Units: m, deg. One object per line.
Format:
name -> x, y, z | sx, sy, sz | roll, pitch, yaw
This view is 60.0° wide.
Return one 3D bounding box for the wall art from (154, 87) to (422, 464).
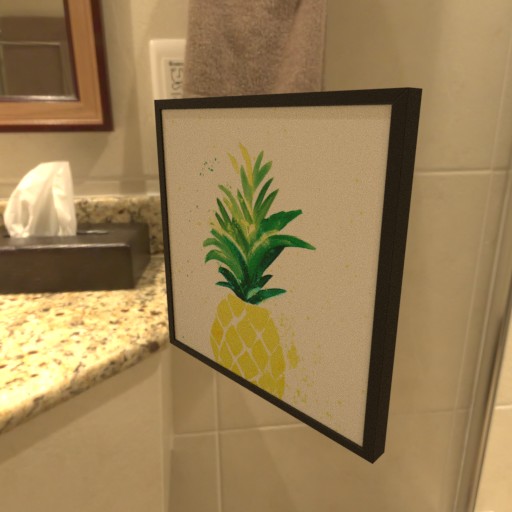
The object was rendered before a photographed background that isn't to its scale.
wall art -> 0.000, 0.000, 0.744 | 0.033, 0.507, 0.508 | -17, 24, -42
